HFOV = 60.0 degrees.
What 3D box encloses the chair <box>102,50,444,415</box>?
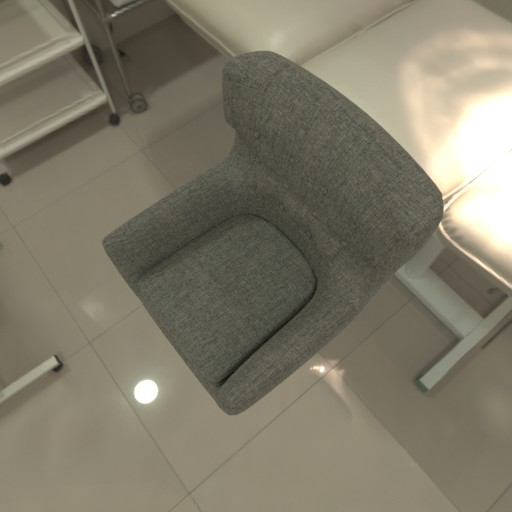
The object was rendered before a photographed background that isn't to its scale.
[{"bbox_3d":[0.000,0.000,1.735,0.904,1.063,0.878,-36,70,-16],"label":"chair"}]
